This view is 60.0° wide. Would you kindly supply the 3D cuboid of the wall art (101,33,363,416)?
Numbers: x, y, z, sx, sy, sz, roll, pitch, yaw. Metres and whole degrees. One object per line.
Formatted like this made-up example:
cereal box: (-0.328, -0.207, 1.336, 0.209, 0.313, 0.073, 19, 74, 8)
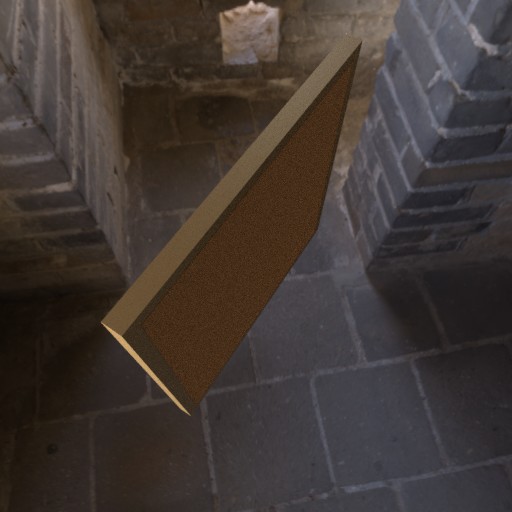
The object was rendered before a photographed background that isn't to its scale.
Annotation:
wall art: (0.000, 0.000, 2.829, 0.099, 1.926, 1.926, 30, 66, 15)
